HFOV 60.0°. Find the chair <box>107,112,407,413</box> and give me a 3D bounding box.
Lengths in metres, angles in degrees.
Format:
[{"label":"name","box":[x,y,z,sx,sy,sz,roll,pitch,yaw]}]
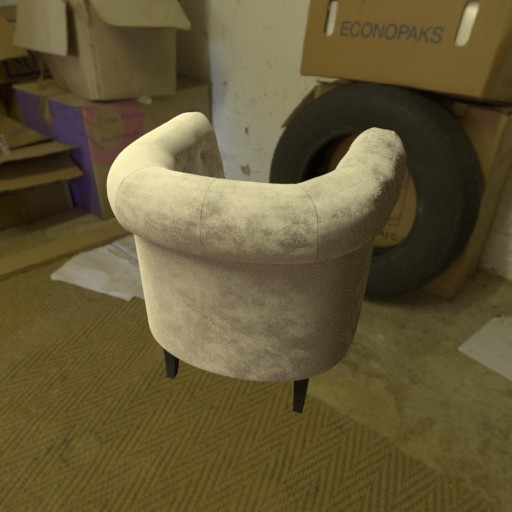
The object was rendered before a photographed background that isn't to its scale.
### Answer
[{"label":"chair","box":[0.000,0.000,1.582,0.904,0.826,0.851,10,33,16]}]
